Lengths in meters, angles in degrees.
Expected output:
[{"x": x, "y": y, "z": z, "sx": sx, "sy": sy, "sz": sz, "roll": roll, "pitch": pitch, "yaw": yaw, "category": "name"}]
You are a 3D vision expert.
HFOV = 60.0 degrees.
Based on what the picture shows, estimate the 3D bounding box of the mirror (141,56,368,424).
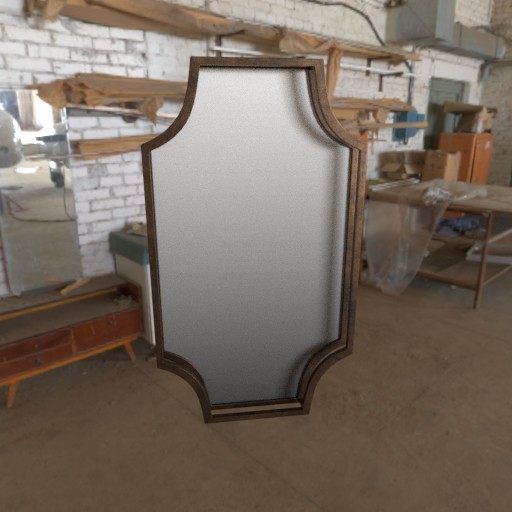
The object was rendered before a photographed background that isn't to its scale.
[{"x": 0.000, "y": 0.000, "z": 0.994, "sx": 0.462, "sy": 0.811, "sz": 0.066, "roll": -2, "pitch": 17, "yaw": -8, "category": "mirror"}]
